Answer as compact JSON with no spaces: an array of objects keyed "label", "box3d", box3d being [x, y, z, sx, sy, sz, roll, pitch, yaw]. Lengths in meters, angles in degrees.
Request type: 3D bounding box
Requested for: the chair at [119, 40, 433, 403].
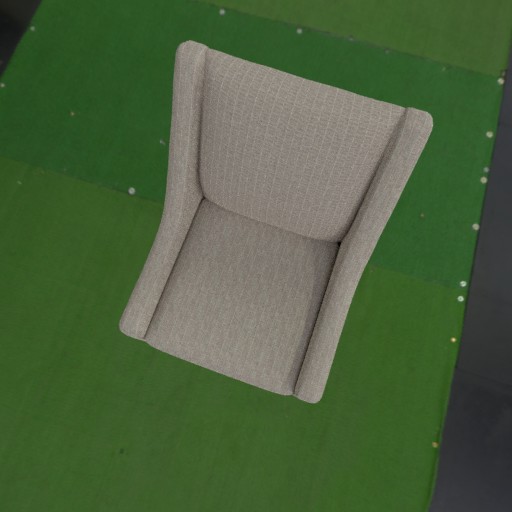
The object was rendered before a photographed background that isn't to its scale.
[{"label":"chair","box3d":[0.000,0.000,1.621,0.774,1.014,0.870,19,76,5]}]
